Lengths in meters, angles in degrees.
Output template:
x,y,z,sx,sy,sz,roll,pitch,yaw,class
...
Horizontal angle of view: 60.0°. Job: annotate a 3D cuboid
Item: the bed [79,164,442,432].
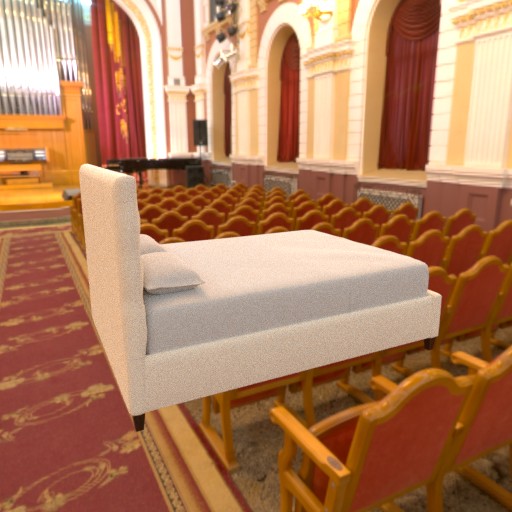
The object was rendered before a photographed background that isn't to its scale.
x,y,z,sx,sy,sz,roll,pitch,yaw,class
0.000,0.000,3.543,2.387,1.427,1.698,-7,15,-26,bed
